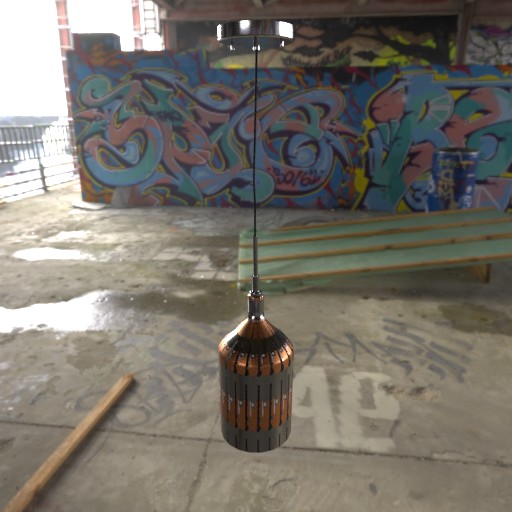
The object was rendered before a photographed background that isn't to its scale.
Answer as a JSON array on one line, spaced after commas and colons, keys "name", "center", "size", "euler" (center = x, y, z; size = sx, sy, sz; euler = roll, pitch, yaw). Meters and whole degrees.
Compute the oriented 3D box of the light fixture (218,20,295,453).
[{"name": "light fixture", "center": [0.000, 0.000, 1.656], "size": [0.303, 1.535, 0.303], "euler": [0, 18, 0]}]
